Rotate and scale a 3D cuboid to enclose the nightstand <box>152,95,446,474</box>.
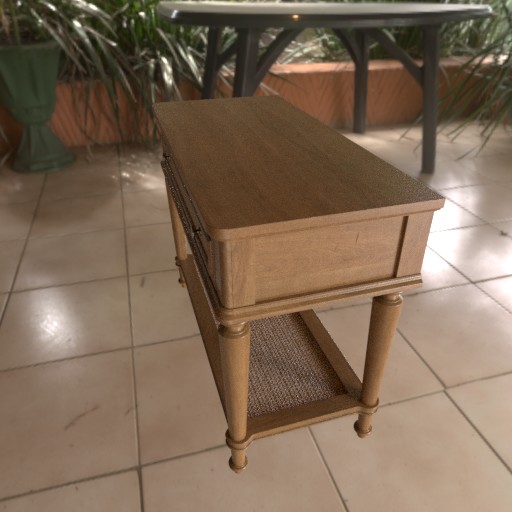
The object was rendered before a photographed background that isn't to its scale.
[{"bbox_3d":[0.000,0.000,1.296,0.432,0.700,0.914,-9,33,-14],"label":"nightstand"}]
